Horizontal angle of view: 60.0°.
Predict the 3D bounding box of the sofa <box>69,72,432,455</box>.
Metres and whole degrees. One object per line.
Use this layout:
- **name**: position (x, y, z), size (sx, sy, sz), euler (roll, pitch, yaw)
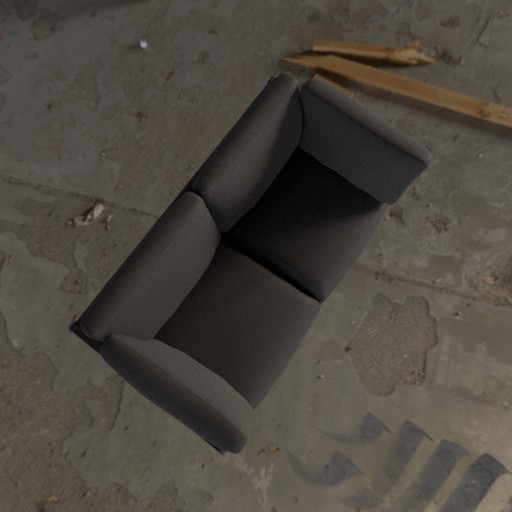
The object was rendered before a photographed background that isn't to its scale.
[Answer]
- **sofa**: position (0.000, 0.000, 2.409), size (0.969, 0.920, 1.751), euler (34, 77, 9)
